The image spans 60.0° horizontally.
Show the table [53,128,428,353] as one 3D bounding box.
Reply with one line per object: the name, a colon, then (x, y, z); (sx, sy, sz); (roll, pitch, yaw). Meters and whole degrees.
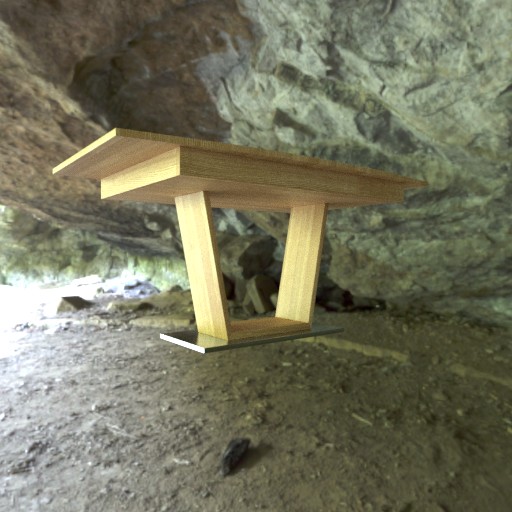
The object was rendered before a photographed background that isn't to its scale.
table: (0.000, 0.000, 2.071); (1.598, 0.748, 0.900); (0, 0, -37)
